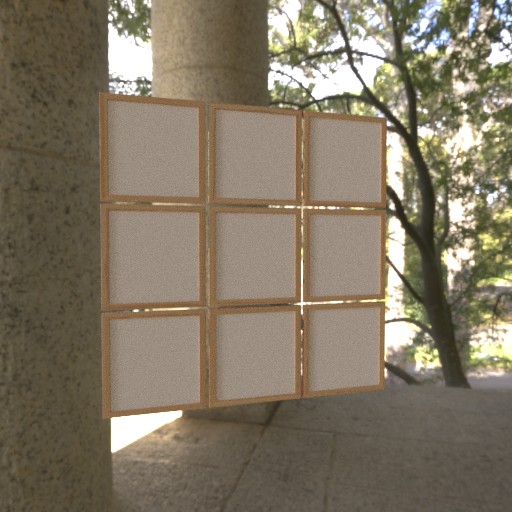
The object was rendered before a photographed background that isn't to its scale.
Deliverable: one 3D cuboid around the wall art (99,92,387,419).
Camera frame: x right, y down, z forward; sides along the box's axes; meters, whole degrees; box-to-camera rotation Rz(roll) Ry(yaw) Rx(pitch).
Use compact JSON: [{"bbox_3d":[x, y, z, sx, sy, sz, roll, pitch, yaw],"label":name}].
[{"bbox_3d":[0.000,0.000,1.369,0.904,0.913,0.013,-1,2,-16],"label":"wall art"}]
